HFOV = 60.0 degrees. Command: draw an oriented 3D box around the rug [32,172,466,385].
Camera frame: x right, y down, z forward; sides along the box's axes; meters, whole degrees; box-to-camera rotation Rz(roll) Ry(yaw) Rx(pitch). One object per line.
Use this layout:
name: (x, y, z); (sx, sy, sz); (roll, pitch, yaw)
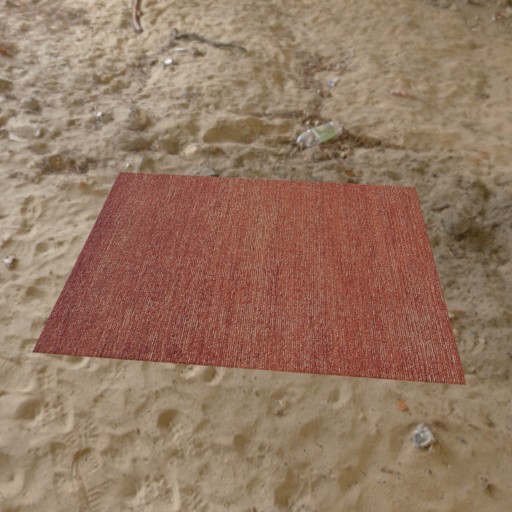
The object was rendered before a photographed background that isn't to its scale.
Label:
rug: (0.000, 0.000, 4.974); (3.965, 0.025, 2.803); (3, 47, 3)
